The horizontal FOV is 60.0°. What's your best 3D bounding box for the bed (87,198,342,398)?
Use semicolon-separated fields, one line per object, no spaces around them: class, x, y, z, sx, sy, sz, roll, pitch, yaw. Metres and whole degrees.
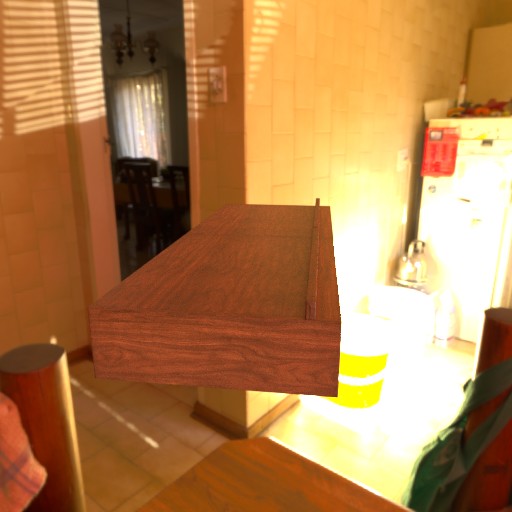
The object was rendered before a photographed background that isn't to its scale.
bed;0.000;0.000;2.309;0.787;0.326;2.057;2;16;8
